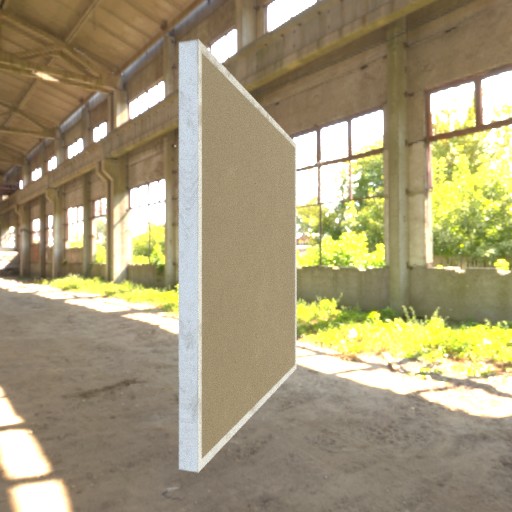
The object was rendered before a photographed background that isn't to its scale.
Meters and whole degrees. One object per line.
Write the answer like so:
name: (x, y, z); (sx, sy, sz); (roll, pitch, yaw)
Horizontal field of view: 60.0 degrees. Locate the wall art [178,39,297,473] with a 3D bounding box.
wall art: (0.000, 0.000, 1.140); (0.038, 0.757, 0.760); (0, 0, 18)
